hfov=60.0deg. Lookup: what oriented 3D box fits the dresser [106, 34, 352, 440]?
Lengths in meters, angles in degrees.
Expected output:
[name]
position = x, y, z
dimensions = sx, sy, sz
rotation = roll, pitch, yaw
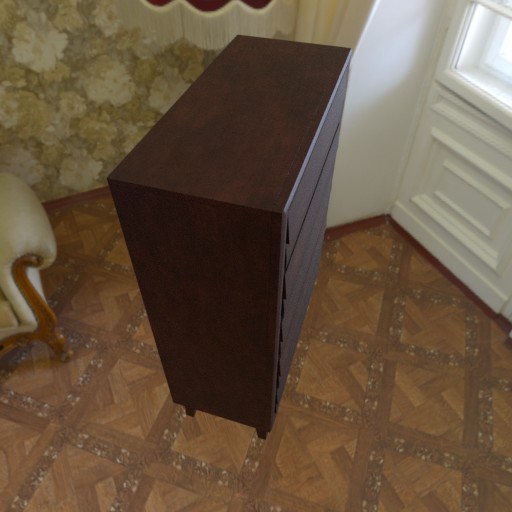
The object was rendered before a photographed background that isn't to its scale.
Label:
[dresser]
position = 0.000, 0.000, 2.036
dimensions = 0.506, 1.514, 1.072
rotation = 13, 48, 12
